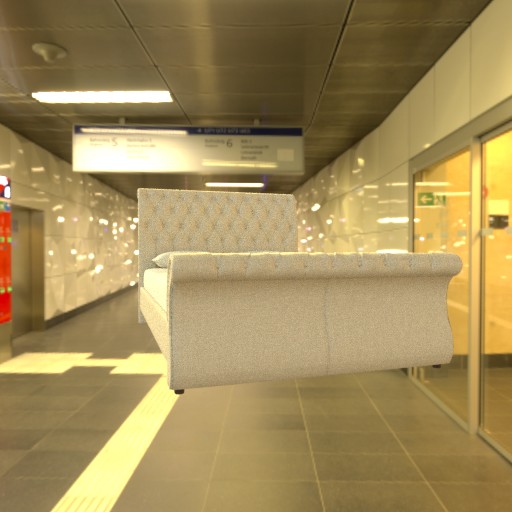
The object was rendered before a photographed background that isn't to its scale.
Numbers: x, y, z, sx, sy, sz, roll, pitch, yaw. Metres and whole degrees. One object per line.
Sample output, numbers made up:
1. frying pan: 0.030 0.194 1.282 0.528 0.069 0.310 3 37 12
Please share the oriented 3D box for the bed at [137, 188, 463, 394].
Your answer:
1. bed: 0.000 0.000 3.365 1.606 1.268 2.493 0 1 -18
